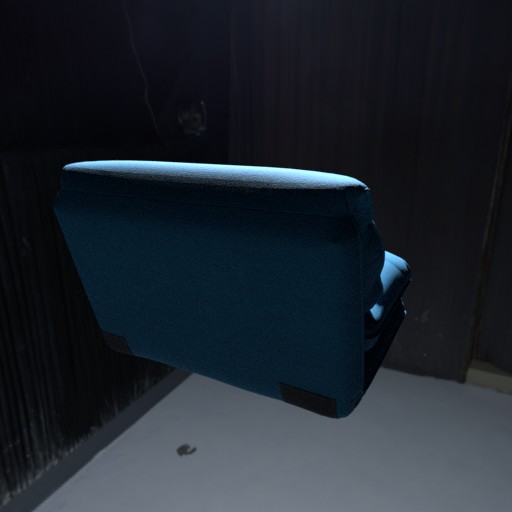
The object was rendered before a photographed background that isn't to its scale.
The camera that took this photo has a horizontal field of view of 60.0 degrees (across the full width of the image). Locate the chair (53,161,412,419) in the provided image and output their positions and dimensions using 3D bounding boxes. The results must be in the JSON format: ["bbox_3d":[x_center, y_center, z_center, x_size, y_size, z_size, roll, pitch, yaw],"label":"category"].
[{"bbox_3d":[0.000,0.000,1.321,0.820,0.580,0.780,9,19,27],"label":"chair"}]
